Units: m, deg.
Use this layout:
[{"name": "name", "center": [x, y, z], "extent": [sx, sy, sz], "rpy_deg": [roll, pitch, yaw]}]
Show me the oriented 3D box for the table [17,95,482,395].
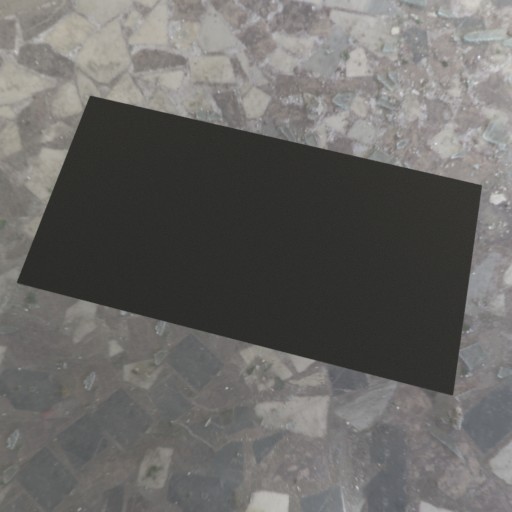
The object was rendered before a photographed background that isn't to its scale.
[{"name": "table", "center": [0.000, 0.000, 1.312], "extent": [1.044, 0.470, 0.523], "rpy_deg": [14, 76, 3]}]
